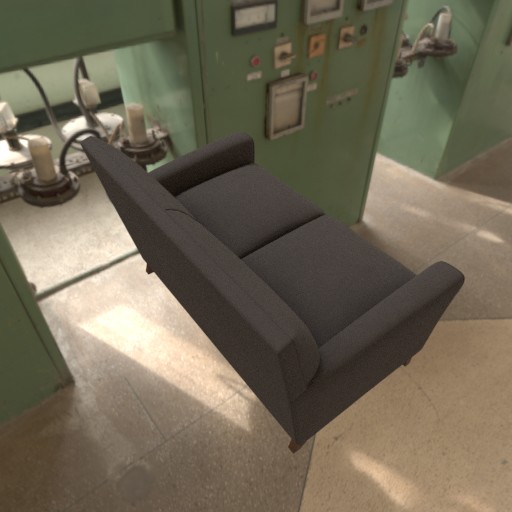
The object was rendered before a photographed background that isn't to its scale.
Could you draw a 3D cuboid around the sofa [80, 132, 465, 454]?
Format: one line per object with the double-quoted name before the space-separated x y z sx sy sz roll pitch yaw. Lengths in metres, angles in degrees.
"sofa" 0.000 0.000 1.958 0.871 0.846 1.420 -27 49 -26
